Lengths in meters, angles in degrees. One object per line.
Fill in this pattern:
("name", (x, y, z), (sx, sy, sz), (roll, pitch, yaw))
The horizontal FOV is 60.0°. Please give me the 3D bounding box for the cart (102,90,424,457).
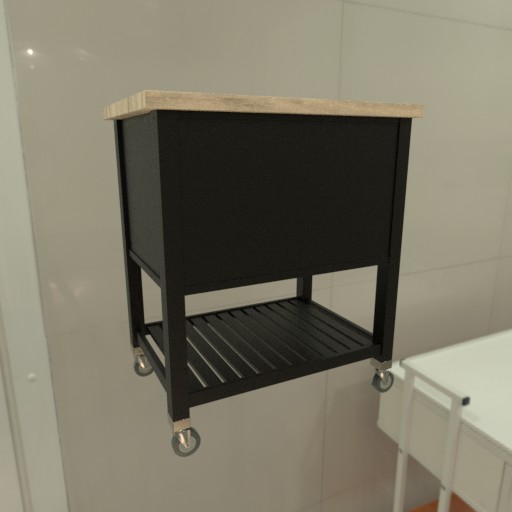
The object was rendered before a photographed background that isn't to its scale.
("cart", (0.000, 0.000, 1.437), (0.797, 0.920, 0.567), (-7, 16, -26))
